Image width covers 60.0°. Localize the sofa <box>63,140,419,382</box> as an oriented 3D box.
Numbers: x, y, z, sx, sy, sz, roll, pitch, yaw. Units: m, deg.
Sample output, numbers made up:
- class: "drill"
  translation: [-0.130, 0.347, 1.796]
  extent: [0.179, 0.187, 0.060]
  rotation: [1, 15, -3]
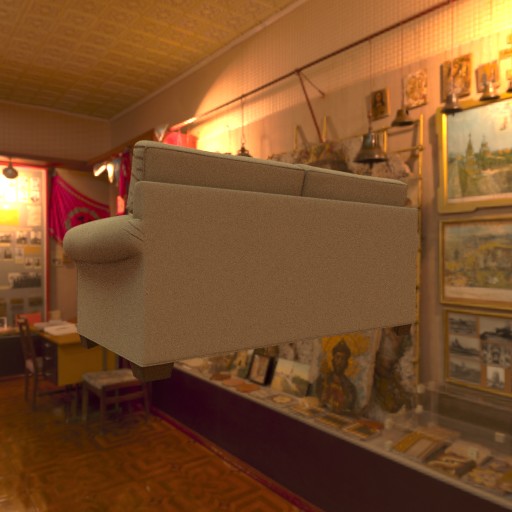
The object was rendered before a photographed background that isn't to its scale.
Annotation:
- class: "sofa"
  translation: [0.000, 0.000, 2.524]
  extent: [1.930, 0.952, 0.940]
  rotation: [0, 1, -37]
